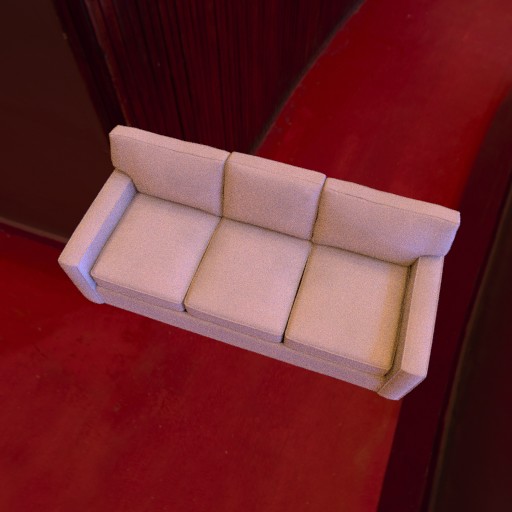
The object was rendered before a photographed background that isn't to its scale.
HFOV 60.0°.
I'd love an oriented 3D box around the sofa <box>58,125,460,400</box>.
[{"bbox_3d":[0.000,0.000,2.669,2.088,0.862,0.935,16,61,9],"label":"sofa"}]
